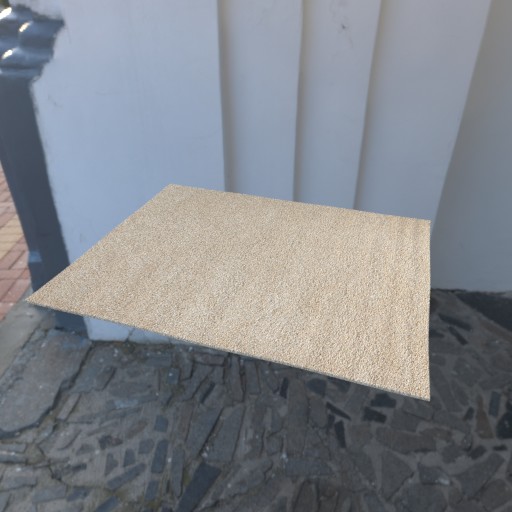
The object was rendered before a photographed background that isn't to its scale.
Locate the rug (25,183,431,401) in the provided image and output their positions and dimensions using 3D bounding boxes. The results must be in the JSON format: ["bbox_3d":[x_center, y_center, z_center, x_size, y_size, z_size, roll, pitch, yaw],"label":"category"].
[{"bbox_3d":[0.000,0.000,4.015,3.000,0.026,2.400,10,34,16],"label":"rug"}]
